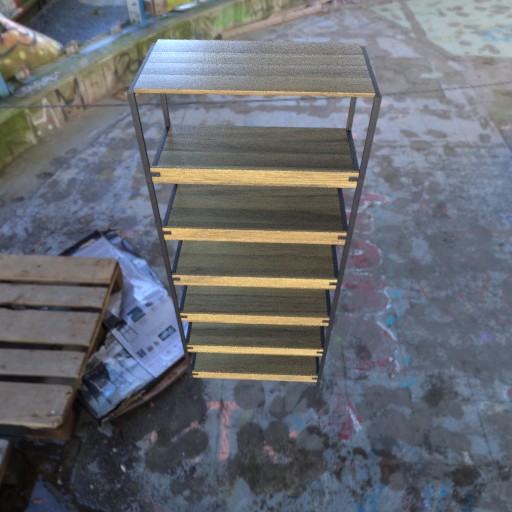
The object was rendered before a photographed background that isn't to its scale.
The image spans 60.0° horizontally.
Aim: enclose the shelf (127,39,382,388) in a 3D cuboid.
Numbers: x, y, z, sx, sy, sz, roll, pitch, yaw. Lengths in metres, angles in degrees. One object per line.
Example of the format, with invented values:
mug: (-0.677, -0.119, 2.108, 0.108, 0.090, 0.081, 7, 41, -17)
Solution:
shelf: (0.000, 0.000, 2.335, 0.847, 2.015, 0.431, 2, 46, 2)
